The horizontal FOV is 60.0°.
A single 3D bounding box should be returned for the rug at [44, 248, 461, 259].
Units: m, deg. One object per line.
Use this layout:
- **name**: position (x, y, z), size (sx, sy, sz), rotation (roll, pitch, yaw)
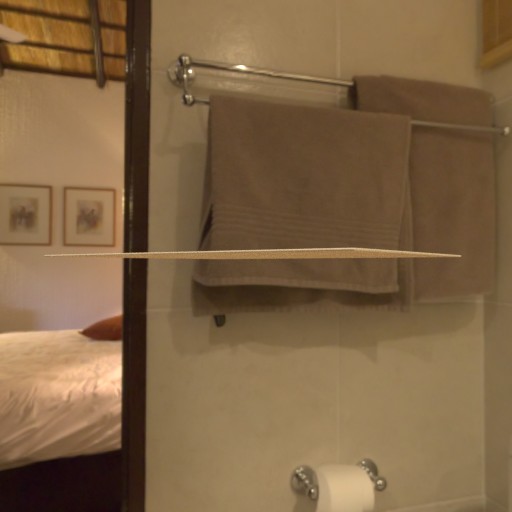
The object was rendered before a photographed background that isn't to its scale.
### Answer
- **rug**: position (0.000, 0.000, 3.985), size (2.945, 0.014, 2.353), rotation (-1, -1, 37)
